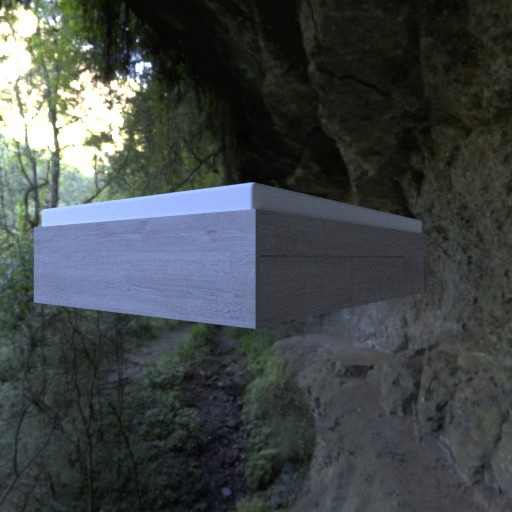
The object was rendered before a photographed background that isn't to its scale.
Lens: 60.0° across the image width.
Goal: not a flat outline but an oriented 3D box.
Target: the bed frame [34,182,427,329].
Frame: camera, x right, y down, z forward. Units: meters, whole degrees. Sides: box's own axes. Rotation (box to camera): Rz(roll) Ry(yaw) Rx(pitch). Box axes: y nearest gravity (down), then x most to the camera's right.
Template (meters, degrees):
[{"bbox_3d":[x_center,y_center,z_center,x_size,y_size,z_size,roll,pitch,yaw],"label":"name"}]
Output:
[{"bbox_3d":[0.000,0.000,2.665,1.448,0.490,1.944,0,0,37],"label":"bed frame"}]
